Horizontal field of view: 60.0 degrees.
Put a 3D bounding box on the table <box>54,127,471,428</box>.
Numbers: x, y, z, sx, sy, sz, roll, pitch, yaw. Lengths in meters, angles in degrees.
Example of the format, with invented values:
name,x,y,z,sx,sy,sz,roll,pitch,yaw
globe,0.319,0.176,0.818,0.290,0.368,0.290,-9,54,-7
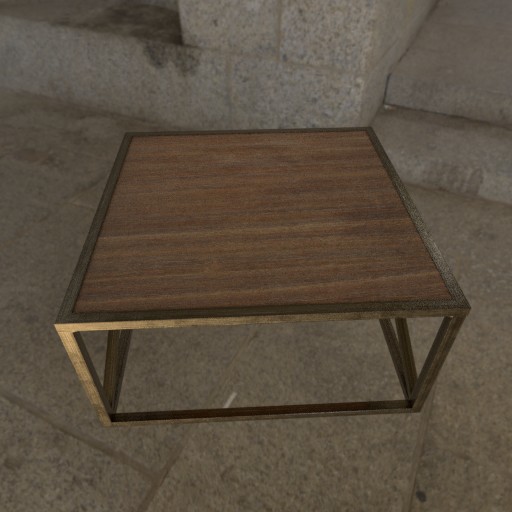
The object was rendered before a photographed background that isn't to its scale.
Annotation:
name,x,y,z,sx,sy,sz,roll,pitch,yaw
table,0.000,0.000,1.447,0.909,0.451,0.899,-2,42,-2
